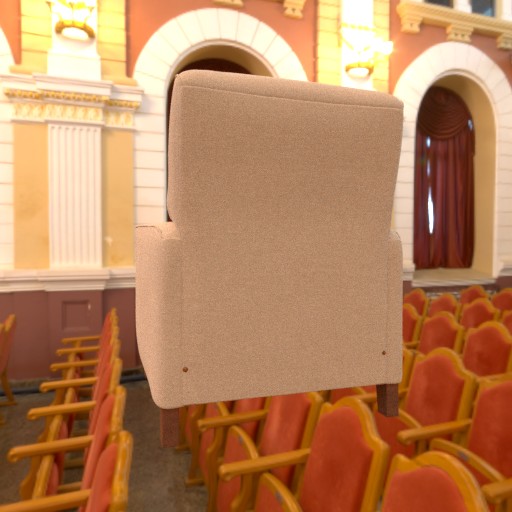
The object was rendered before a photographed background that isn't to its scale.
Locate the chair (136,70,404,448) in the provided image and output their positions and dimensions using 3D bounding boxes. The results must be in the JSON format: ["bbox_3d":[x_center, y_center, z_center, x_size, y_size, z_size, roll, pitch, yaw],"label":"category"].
[{"bbox_3d":[0.000,0.000,1.625,0.841,1.023,0.858,0,1,-18],"label":"chair"}]
